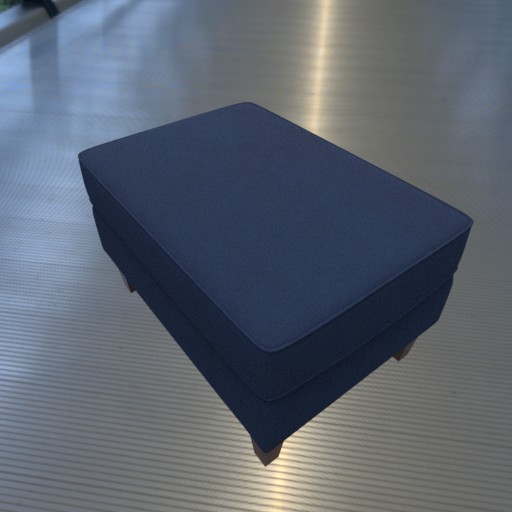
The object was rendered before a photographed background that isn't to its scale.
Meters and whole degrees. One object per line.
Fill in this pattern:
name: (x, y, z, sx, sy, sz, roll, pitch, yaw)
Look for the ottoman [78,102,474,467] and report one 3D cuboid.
ottoman: (0.000, 0.000, 1.380, 0.686, 0.584, 0.965, -27, 48, -27)
